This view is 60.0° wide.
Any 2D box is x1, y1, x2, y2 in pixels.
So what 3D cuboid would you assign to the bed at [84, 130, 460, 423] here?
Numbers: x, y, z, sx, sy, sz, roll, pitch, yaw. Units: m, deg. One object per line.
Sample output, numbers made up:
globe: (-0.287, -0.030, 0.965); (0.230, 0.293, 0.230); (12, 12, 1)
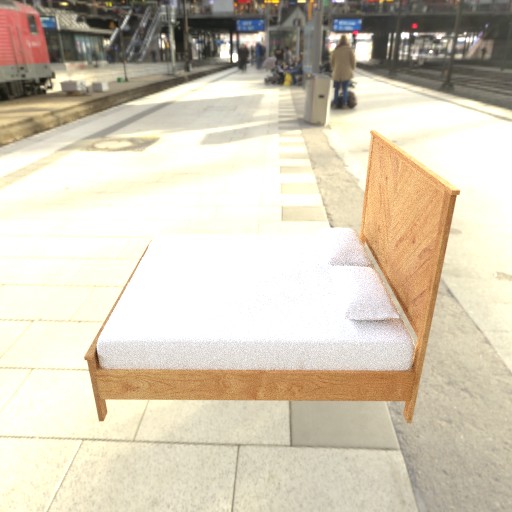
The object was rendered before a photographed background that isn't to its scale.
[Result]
bed: (0.000, 0.000, 3.609); (2.201, 1.686, 1.936); (0, 25, 0)
